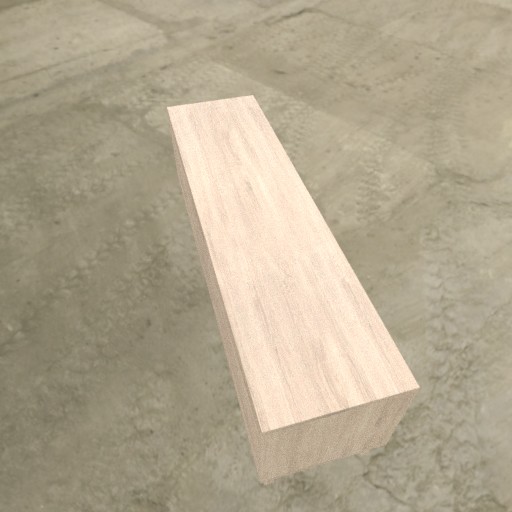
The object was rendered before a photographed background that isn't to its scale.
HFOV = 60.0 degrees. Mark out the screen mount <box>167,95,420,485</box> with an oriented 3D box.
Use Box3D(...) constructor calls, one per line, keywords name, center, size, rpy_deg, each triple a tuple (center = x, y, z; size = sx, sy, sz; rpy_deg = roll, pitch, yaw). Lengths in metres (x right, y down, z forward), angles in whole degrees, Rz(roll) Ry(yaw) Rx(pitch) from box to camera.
Box3D(name="screen mount", center=(0.000, 0.000, 1.713), size=(0.400, 0.510, 1.500), rpy_deg=(-12, 49, -11))
